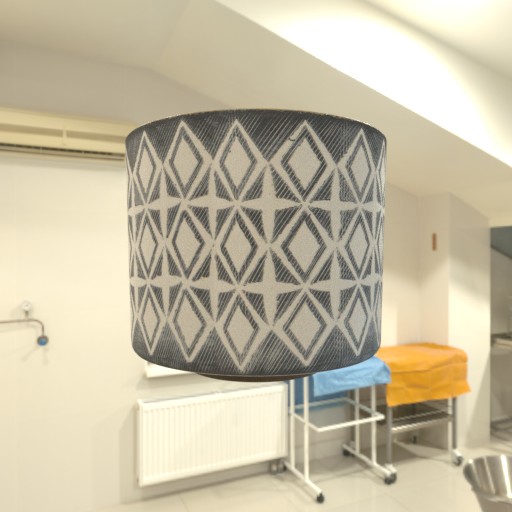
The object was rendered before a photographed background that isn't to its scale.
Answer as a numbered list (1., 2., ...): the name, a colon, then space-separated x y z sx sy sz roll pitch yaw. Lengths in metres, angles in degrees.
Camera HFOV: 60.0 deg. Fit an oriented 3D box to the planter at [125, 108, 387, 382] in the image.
1. planter: 0.000 0.000 0.340 0.192 0.165 0.192 0 0 0
